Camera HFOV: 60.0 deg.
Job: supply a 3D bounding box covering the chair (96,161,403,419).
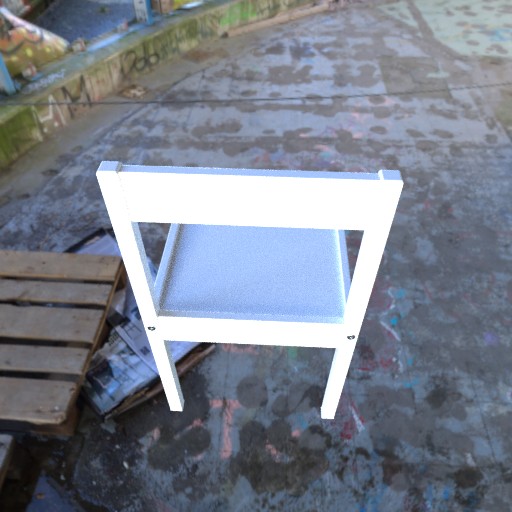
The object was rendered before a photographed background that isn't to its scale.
[{"bbox_3d":[0.000,0.000,0.685,0.285,0.505,0.285,2,46,2],"label":"chair"}]
